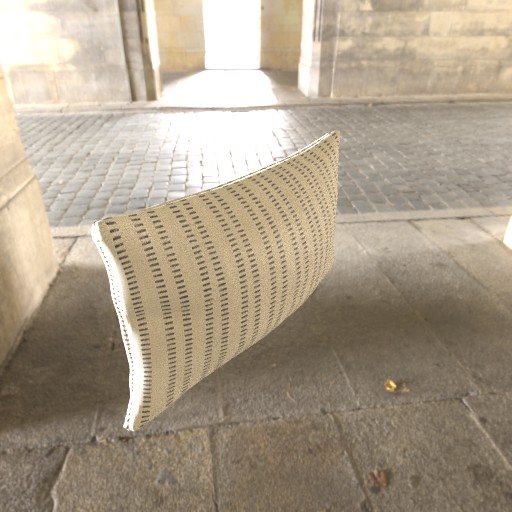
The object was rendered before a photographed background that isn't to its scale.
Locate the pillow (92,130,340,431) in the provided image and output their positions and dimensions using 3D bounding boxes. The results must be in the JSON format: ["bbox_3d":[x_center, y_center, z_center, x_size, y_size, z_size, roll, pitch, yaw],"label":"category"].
[{"bbox_3d":[0.000,0.000,0.822,0.210,0.353,0.640,19,33,31],"label":"pillow"}]
